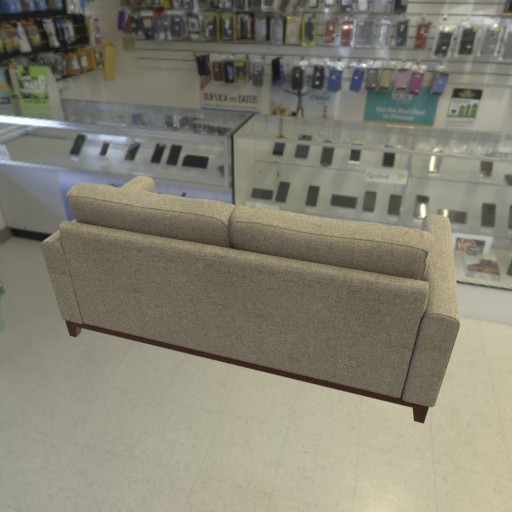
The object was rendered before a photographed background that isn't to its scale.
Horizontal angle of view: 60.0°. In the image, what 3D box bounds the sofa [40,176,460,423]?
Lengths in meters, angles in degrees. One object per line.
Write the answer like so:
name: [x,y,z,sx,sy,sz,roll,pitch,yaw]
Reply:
sofa: [0.000,0.000,2.426,1.978,0.892,0.969,10,33,15]
